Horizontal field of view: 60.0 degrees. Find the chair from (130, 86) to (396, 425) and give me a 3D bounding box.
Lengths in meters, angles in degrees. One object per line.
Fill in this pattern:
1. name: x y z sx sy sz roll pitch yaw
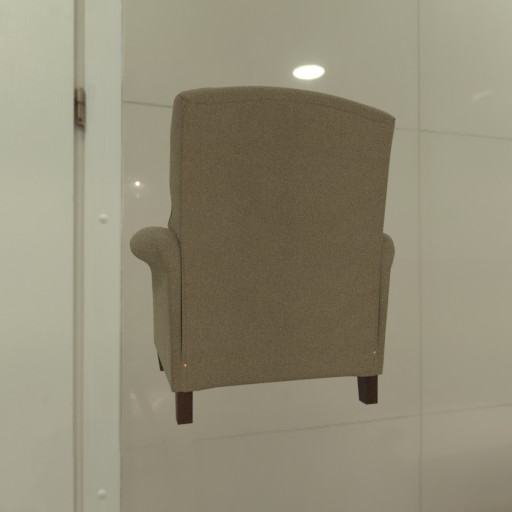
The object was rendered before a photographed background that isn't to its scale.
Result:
1. chair: 0.000 0.000 1.807 0.978 1.061 0.905 0 0 -17
